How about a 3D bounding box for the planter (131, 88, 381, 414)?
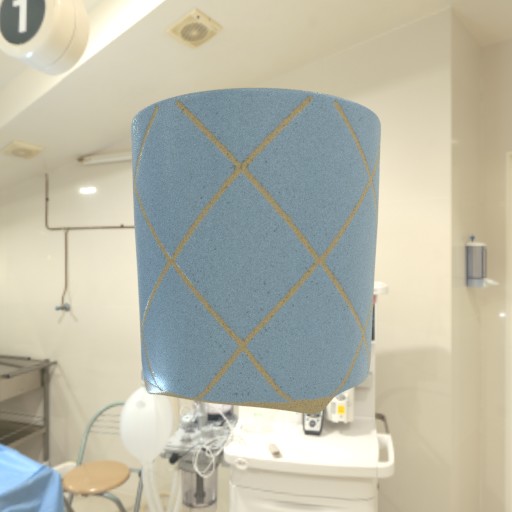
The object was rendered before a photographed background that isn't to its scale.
[{"bbox_3d":[0.000,0.000,0.419,0.227,0.235,0.227,0,0,0],"label":"planter"}]
